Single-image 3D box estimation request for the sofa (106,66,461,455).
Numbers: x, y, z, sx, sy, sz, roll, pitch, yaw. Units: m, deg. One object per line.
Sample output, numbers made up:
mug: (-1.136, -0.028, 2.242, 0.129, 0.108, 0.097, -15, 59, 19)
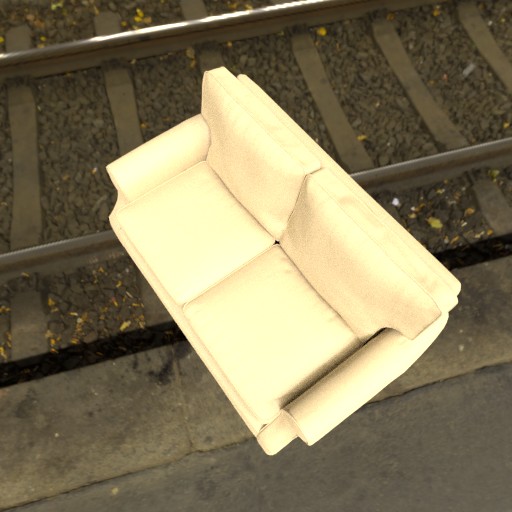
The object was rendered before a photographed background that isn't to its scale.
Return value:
sofa: (0.000, 0.000, 2.174, 0.964, 0.937, 1.665, -34, 68, -16)
